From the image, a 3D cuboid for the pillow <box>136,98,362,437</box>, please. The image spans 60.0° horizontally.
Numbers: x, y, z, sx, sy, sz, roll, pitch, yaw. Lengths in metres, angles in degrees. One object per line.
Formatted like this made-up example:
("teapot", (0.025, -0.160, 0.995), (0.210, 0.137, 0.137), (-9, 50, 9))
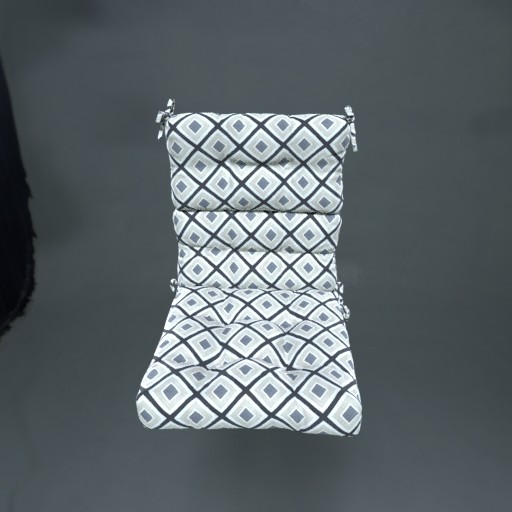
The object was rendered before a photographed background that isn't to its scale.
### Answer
("pillow", (0.000, 0.000, 1.039), (0.519, 0.605, 0.571), (2, 30, 3))
